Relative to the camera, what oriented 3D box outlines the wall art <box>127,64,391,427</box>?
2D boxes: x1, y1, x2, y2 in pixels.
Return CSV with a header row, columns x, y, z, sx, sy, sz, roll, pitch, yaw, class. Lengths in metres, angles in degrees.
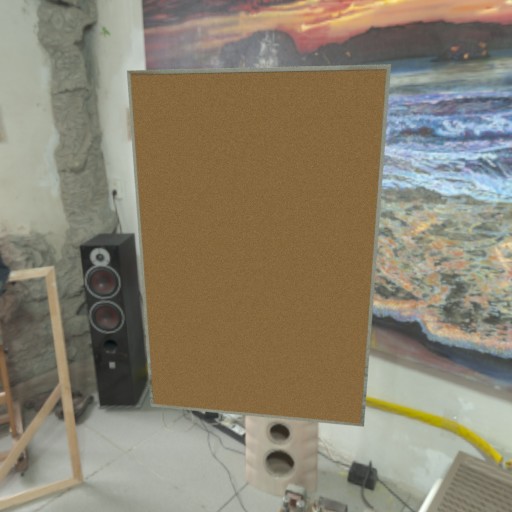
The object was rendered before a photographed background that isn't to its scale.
x,y,z,sx,sy,sz,roll,pitch,yaw,class
0.000,0.000,0.489,0.254,0.381,0.038,2,16,9,wall art
